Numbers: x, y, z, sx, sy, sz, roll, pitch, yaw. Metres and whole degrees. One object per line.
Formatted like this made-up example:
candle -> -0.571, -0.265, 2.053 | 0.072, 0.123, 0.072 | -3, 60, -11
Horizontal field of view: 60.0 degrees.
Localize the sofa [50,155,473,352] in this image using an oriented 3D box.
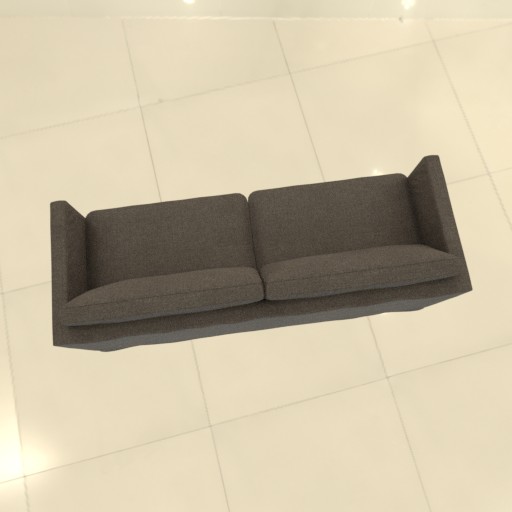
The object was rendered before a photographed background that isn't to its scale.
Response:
sofa -> 0.000, 0.000, 3.305 | 2.779, 0.998, 1.036 | -7, 76, -2
